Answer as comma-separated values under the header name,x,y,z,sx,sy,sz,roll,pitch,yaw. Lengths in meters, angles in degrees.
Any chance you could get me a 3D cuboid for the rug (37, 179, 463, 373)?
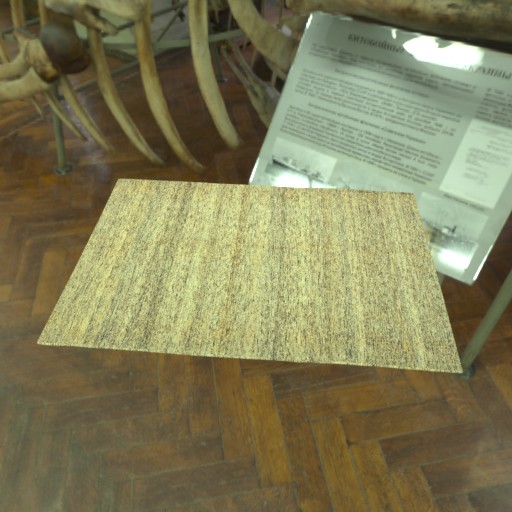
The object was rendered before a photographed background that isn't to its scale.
name,x,y,z,sx,sy,sz,roll,pitch,yaw
rug,0.000,0.000,2.339,1.846,0.014,1.243,3,46,3
